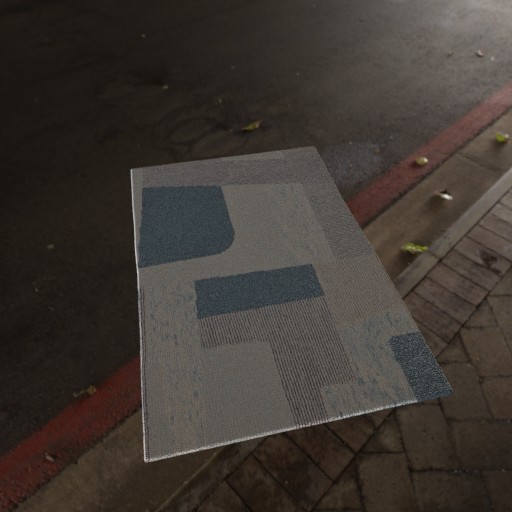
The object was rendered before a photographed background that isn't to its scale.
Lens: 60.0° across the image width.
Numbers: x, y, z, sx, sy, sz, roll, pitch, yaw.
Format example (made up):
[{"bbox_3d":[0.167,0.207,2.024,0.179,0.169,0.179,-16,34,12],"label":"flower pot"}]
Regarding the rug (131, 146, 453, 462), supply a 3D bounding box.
[{"bbox_3d":[0.000,0.000,2.321,1.238,0.020,1.847,-9,47,-9],"label":"rug"}]
